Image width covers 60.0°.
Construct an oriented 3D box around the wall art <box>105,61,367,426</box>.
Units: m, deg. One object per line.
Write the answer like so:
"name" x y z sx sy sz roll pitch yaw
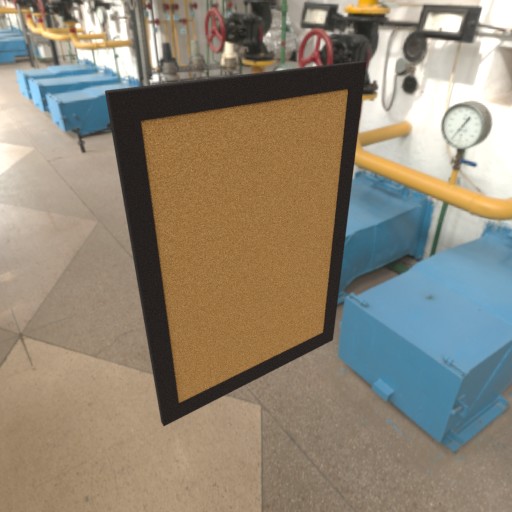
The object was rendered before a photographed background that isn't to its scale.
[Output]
"wall art" 0.000 0.000 0.687 0.374 0.529 0.012 -19 37 -28
